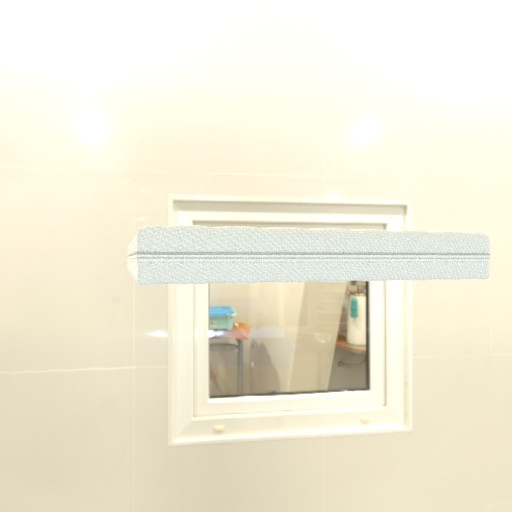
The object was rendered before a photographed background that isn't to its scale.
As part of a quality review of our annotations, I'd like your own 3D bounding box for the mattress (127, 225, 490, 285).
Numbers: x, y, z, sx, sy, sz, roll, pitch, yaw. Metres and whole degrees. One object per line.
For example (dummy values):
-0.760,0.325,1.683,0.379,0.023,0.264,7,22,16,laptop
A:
0.000,0.000,2.556,1.400,0.200,2.000,0,0,-17,mattress
